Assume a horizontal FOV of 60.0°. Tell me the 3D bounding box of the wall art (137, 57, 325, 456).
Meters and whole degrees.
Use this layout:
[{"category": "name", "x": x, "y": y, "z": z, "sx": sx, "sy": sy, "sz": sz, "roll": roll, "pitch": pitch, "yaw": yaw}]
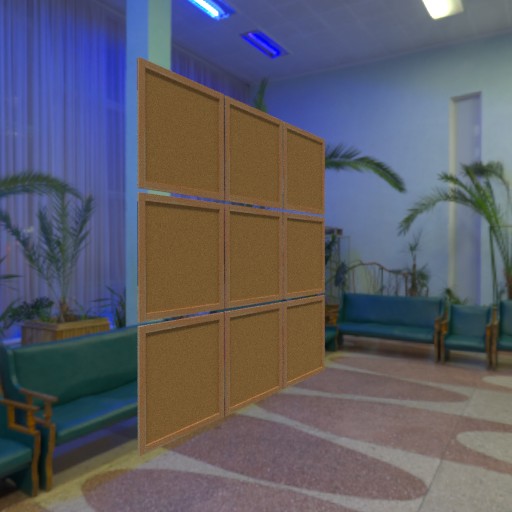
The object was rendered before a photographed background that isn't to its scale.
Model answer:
[{"category": "wall art", "x": 0.000, "y": 0.000, "z": 2.302, "sx": 0.013, "sy": 1.519, "sz": 1.521, "roll": 0, "pitch": 1, "yaw": 36}]
